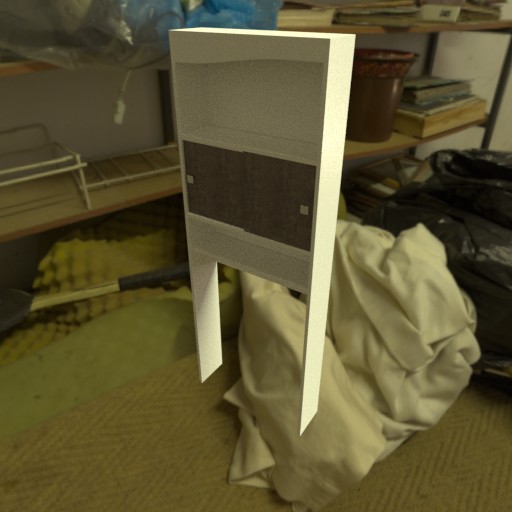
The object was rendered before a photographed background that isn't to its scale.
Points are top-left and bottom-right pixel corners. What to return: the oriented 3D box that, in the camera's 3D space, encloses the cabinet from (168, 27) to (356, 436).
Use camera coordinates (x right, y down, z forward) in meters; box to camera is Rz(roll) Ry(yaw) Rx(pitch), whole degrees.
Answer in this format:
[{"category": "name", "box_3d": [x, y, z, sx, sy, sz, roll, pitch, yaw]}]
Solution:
[{"category": "cabinet", "box_3d": [0.000, 0.000, 1.960, 0.643, 1.770, 0.192, 19, 35, 29]}]
